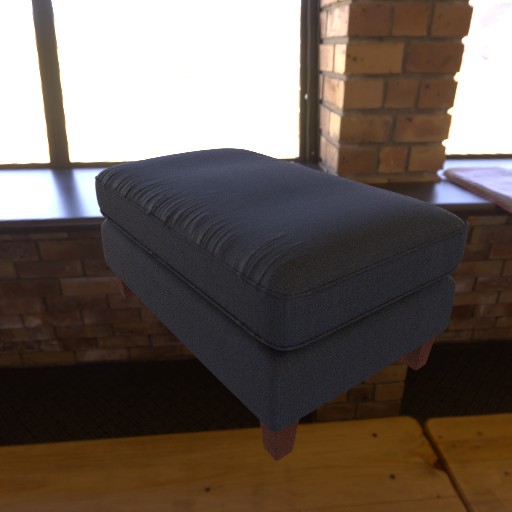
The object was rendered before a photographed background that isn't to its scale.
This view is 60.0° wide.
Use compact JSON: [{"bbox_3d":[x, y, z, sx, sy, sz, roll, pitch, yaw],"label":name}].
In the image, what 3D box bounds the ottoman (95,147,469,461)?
[{"bbox_3d":[0.000,0.000,1.190,0.570,0.438,0.885,-18,31,-33],"label":"ottoman"}]
